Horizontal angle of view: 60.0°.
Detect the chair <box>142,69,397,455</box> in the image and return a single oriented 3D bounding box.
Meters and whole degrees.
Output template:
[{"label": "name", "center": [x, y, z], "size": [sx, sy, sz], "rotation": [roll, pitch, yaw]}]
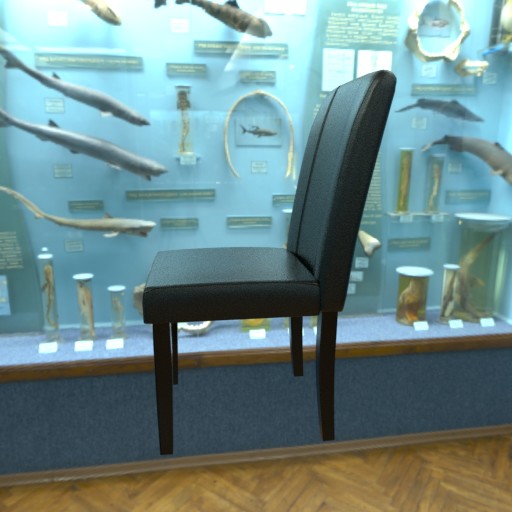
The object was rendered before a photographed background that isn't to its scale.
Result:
[{"label": "chair", "center": [0.000, 0.000, 1.184], "size": [0.556, 0.897, 0.399], "rotation": [-2, 13, -8]}]
